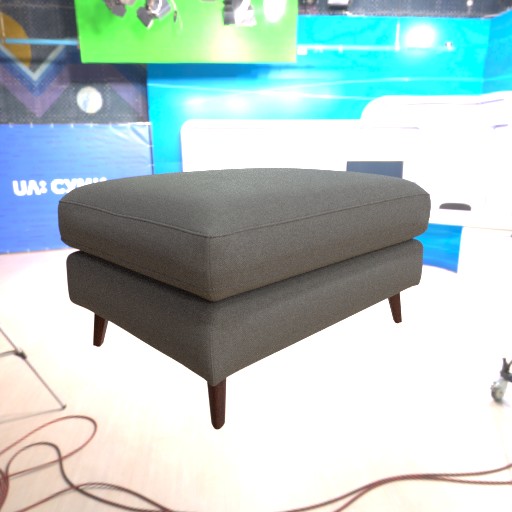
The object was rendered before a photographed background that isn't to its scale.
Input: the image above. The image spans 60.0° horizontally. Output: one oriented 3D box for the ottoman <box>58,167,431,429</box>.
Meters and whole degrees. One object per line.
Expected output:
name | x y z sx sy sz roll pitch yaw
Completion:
ottoman | 0.000 0.000 1.167 0.608 0.449 0.811 14 20 43
